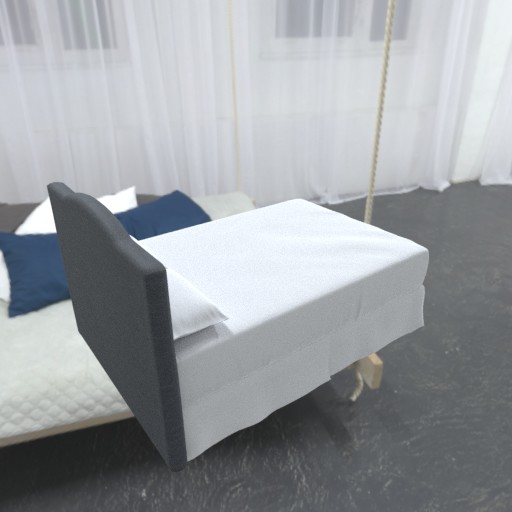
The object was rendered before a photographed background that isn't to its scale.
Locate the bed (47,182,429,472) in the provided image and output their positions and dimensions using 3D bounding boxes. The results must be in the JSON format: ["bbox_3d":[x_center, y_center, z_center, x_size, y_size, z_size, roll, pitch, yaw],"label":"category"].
[{"bbox_3d":[0.000,0.000,3.520,2.507,1.441,1.747,-19,32,-33],"label":"bed"}]
